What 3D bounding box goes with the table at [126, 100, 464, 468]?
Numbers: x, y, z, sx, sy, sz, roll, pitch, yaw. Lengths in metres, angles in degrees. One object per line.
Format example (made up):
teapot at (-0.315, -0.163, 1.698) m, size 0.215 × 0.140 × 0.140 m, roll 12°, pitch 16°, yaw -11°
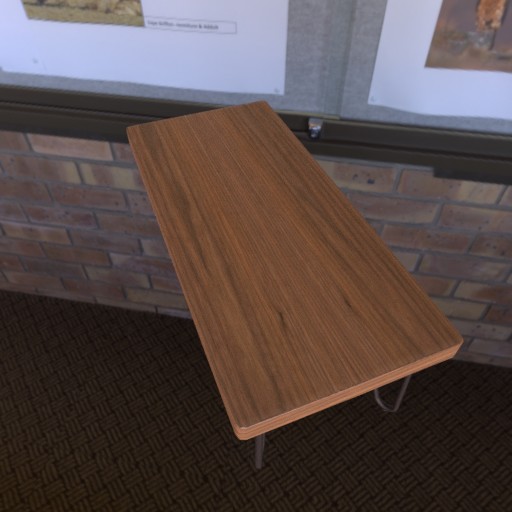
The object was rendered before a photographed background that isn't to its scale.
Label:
table at (0.000, 0.000, 1.674) m, size 0.637 × 0.468 × 1.375 m, roll -16°, pitch 49°, yaw -15°
